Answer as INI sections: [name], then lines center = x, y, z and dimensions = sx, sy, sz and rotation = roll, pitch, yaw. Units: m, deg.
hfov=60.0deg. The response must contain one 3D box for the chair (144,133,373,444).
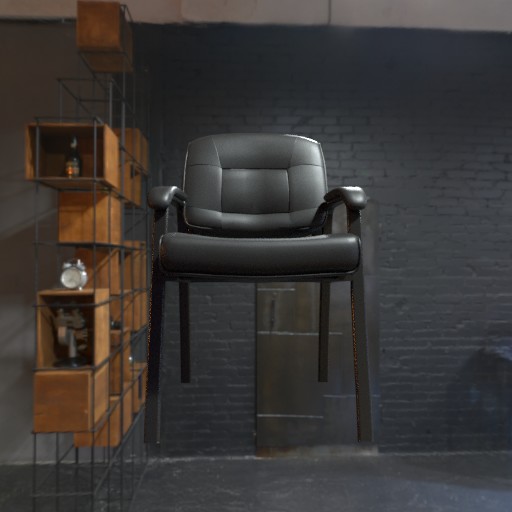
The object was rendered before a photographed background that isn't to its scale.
[chair]
center = 0.000, 0.000, 1.339
dimensions = 0.591, 0.910, 0.668
rotation = 0, -1, -1
